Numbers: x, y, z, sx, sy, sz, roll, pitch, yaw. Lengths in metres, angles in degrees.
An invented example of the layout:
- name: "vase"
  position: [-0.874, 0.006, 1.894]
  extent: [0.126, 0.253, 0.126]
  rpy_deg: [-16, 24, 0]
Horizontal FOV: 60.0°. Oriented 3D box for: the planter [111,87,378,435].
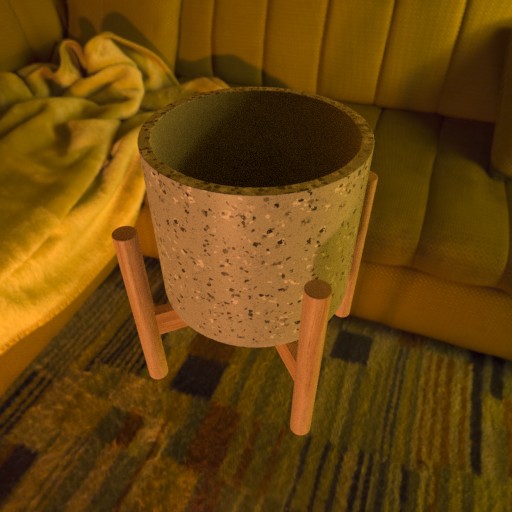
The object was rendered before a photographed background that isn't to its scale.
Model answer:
- name: "planter"
  position: [0.000, 0.000, 0.529]
  extent: [0.284, 0.320, 0.284]
  rpy_deg: [0, 42, 0]
